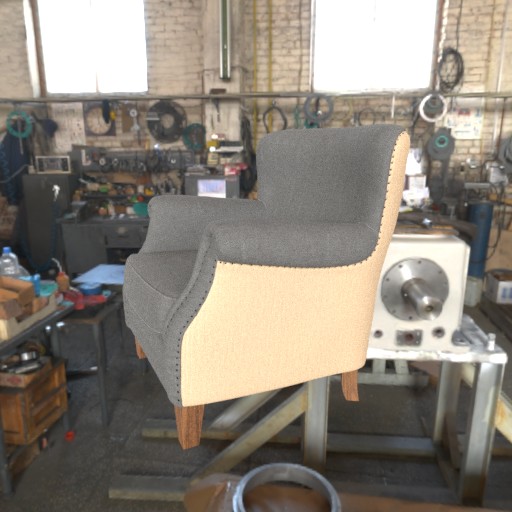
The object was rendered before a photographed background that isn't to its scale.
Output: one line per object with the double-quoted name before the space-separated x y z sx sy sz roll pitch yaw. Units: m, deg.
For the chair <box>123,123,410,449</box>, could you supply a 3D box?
"chair" 0.000 0.000 1.648 0.921 0.936 0.861 -7 15 -26
